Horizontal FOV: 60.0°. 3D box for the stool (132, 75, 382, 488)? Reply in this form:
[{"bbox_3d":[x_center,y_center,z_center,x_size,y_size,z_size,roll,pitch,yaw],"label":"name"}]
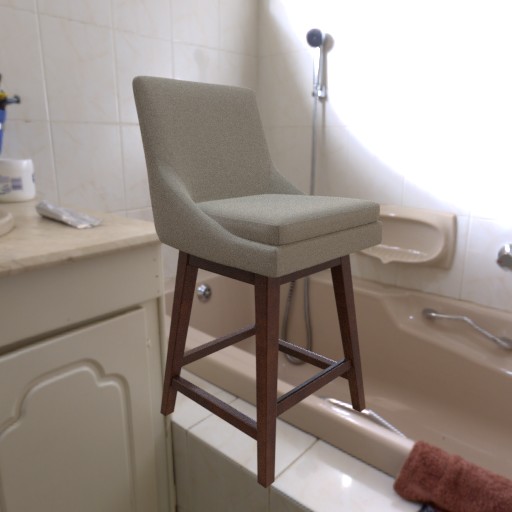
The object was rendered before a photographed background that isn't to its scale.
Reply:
[{"bbox_3d":[0.000,0.000,1.288,0.559,0.991,0.469,14,20,42],"label":"stool"}]
